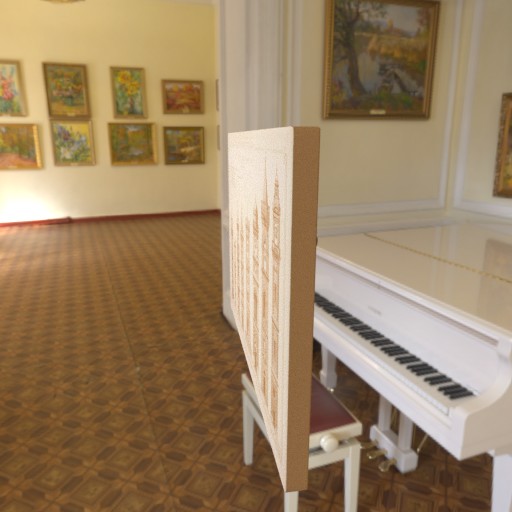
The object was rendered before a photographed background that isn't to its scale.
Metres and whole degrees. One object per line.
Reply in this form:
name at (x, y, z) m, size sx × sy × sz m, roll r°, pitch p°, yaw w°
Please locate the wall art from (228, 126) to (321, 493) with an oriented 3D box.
wall art at (0.000, 0.000, 0.468) m, size 0.019 × 0.254 × 0.380 m, roll -2°, pitch 15°, yaw -9°
